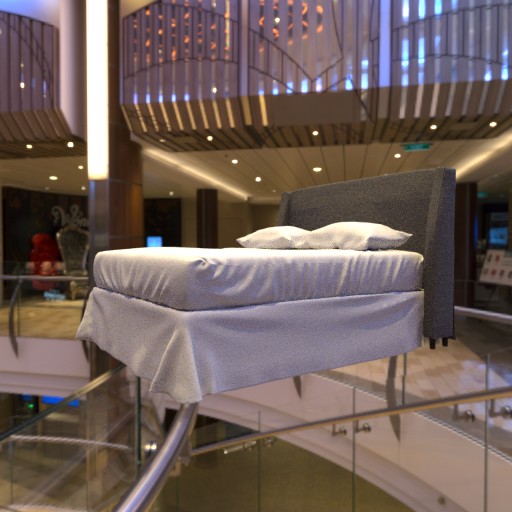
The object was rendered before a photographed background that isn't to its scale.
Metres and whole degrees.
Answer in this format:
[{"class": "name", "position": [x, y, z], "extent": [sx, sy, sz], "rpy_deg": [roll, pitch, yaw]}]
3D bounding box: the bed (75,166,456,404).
[{"class": "bed", "position": [0.000, 0.000, 3.389], "extent": [2.276, 1.332, 1.925], "rpy_deg": [-1, 2, -34]}]
